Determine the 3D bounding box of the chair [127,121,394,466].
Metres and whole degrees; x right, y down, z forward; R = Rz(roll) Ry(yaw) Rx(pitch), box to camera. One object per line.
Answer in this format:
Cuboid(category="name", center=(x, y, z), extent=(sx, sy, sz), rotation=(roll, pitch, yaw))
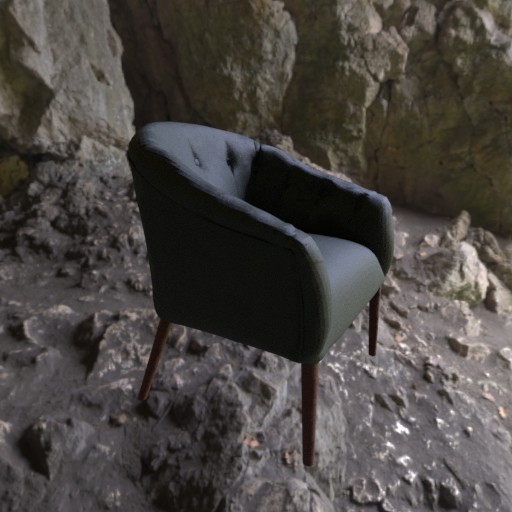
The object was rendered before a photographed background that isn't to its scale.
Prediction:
Cuboid(category="chair", center=(0.000, 0.000, 1.507), extent=(0.776, 0.885, 0.851), rotation=(8, 17, 27))
